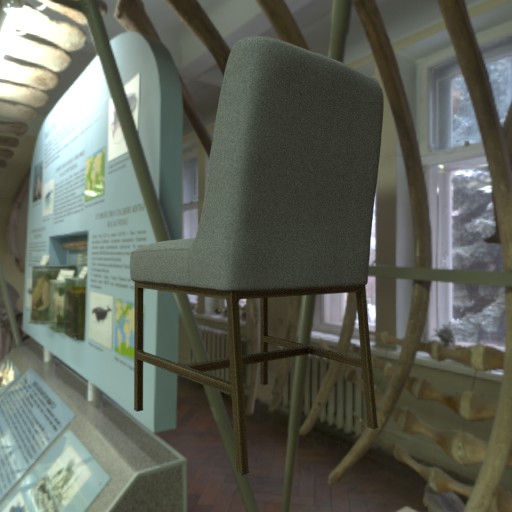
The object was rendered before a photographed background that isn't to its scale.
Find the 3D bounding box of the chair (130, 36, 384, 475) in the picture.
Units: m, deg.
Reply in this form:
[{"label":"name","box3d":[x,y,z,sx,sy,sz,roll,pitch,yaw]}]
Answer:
[{"label":"chair","box3d":[0.000,0.000,1.215,0.508,0.889,0.587,1,-1,-37]}]
